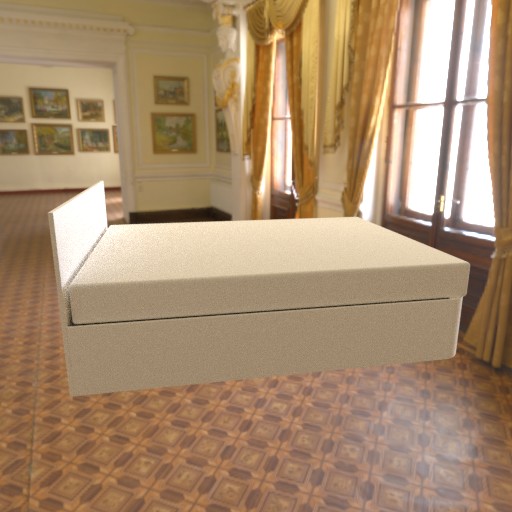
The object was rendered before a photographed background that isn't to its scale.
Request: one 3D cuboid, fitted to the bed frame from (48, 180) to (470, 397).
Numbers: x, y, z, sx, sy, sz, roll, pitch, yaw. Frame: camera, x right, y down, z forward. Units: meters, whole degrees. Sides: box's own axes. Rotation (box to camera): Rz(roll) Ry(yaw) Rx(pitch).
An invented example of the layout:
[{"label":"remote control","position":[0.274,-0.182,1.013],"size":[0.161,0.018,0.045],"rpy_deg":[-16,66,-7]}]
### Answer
[{"label":"bed frame","position":[0.000,0.000,2.647],"size":[1.900,0.800,1.400],"rpy_deg":[-3,15,-10]}]
